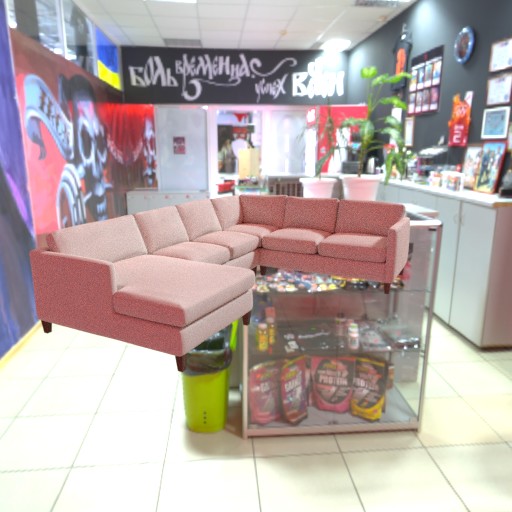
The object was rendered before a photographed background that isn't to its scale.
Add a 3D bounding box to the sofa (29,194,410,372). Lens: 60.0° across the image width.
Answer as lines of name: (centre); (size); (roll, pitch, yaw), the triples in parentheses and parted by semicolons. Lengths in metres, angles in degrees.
sofa: (0.000, 0.000, 4.676); (2.593, 0.956, 3.459); (7, 16, 27)
